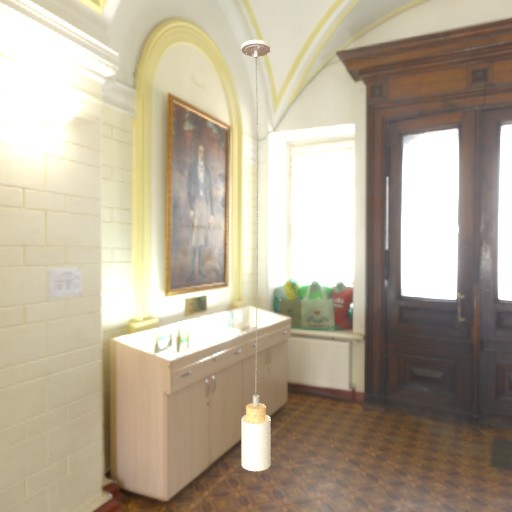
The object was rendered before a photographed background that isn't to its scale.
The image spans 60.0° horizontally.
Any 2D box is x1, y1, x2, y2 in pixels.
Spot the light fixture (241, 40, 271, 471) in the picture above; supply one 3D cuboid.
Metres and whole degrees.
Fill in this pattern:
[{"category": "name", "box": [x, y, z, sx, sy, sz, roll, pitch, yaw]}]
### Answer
[{"category": "light fixture", "box": [0.000, 0.000, 1.909, 0.125, 1.798, 0.125, 0, 0, -19]}]
